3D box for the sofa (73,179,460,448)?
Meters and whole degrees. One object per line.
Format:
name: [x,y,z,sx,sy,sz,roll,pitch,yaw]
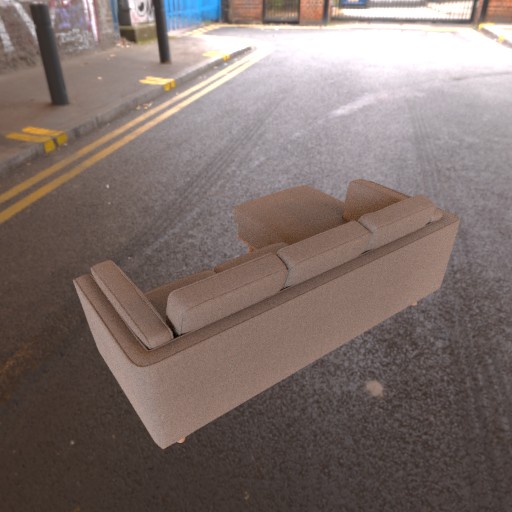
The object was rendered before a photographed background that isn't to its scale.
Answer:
sofa: [0.000,0.000,3.135,2.411,0.929,1.604,-21,38,-30]
